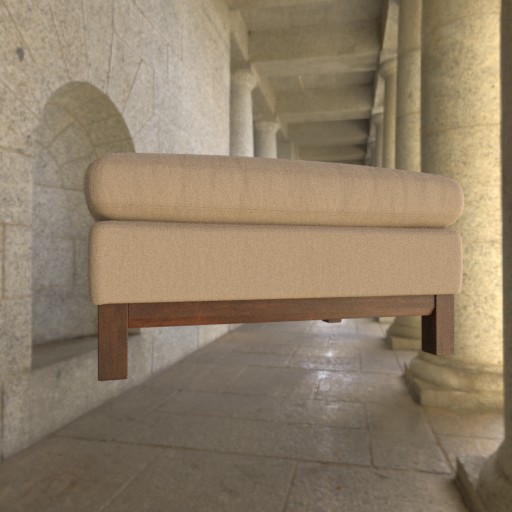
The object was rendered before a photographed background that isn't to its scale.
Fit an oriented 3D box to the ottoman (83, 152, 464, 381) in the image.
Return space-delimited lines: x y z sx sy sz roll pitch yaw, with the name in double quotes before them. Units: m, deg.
"ottoman" 0.000 0.000 1.097 0.771 0.420 0.606 0 -1 -17
